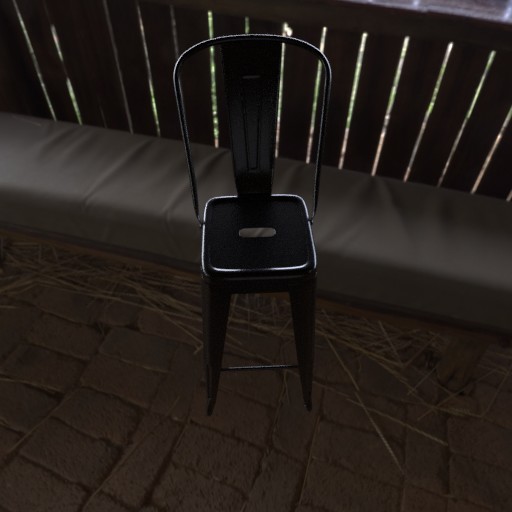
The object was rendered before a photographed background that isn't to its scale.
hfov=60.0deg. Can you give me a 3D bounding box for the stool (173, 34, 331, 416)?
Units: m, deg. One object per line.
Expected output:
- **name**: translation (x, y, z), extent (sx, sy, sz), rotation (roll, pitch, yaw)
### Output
- **stool**: translation (0.000, 0.000, 1.344), extent (0.399, 1.096, 0.513), rotation (-2, 47, -2)
